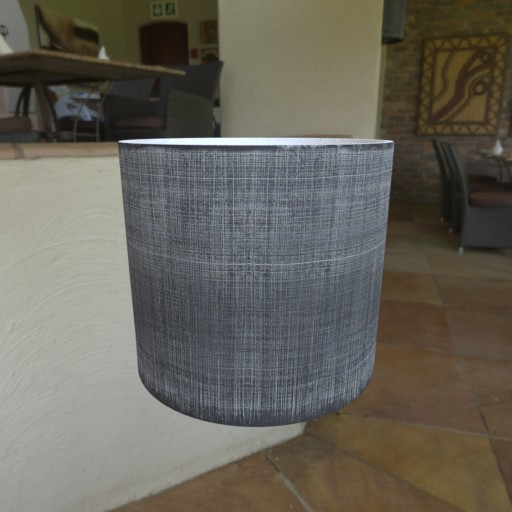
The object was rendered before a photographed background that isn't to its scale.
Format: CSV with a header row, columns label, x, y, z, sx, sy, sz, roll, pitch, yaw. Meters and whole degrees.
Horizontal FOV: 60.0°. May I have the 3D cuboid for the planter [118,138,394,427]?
label,x,y,z,sx,sy,sz,roll,pitch,yaw
planter,0.000,0.000,0.397,0.221,0.201,0.221,0,16,0
